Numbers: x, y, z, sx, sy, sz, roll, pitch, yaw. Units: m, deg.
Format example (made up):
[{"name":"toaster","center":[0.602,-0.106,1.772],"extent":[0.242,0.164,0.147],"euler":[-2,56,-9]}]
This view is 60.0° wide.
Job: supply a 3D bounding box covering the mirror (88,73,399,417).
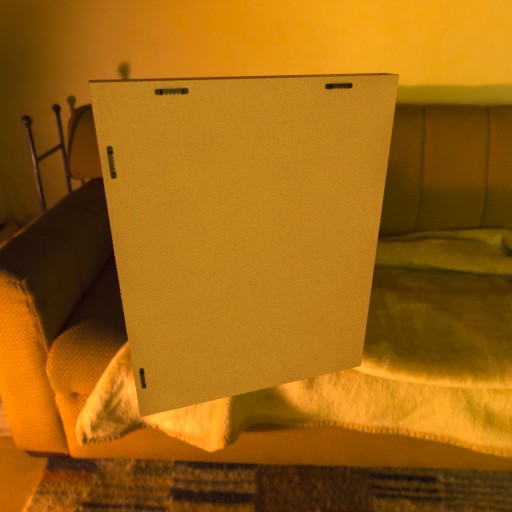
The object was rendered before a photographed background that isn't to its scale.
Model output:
[{"name":"mirror","center":[0.000,0.000,0.678],"extent":[0.406,0.509,0.041],"euler":[-8,27,-16]}]
